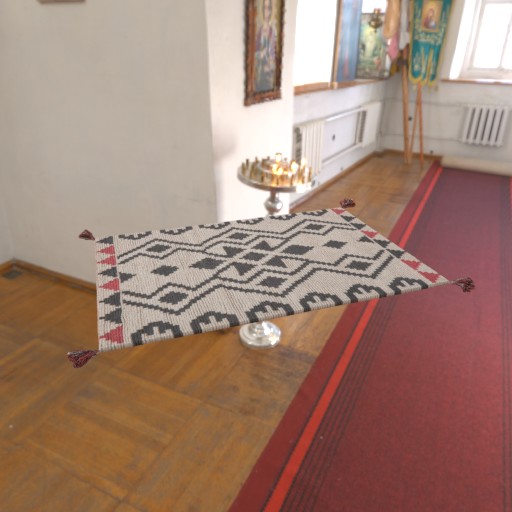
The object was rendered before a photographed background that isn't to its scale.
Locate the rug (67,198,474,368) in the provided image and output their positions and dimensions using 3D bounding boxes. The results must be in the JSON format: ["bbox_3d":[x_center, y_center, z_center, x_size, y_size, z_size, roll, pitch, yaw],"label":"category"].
[{"bbox_3d":[0.000,0.000,2.648,2.069,0.067,1.444,-9,28,-17],"label":"rug"}]
